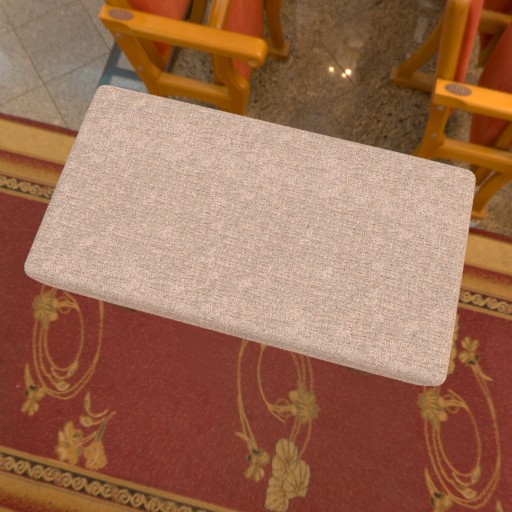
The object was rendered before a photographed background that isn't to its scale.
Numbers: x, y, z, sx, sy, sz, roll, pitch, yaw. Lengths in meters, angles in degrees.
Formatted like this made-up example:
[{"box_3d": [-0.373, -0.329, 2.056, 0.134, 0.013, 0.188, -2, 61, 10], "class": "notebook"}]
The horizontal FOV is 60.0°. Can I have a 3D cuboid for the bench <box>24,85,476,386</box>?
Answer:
[{"box_3d": [0.000, 0.000, 0.936, 0.681, 0.467, 0.366, 14, 76, 4], "class": "bench"}]
